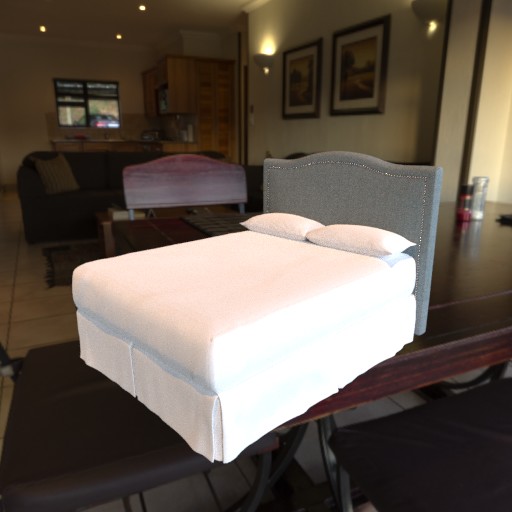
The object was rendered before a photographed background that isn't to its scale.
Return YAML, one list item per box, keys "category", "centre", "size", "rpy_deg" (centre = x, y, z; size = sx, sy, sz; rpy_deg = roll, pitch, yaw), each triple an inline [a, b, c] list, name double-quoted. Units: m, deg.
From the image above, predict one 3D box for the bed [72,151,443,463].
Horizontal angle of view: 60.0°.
- category: "bed"
  centre: [0.000, 0.000, 3.264]
  size: [2.143, 1.460, 1.753]
  rpy_deg: [-14, 21, -43]
